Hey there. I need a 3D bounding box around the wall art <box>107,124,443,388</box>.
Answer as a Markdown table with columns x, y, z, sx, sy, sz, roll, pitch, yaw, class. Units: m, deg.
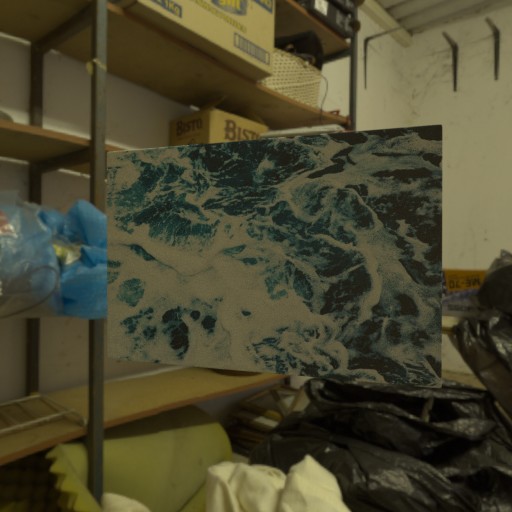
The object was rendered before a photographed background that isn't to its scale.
| x | y | z | sx | sy | sz | roll | pitch | yaw | class |
| --- | --- | --- | --- | --- | --- | --- | --- | --- | --- |
| 0.000 | 0.000 | 1.967 | 1.524 | 1.017 | 0.055 | 0 | 1 | 18 | wall art |
